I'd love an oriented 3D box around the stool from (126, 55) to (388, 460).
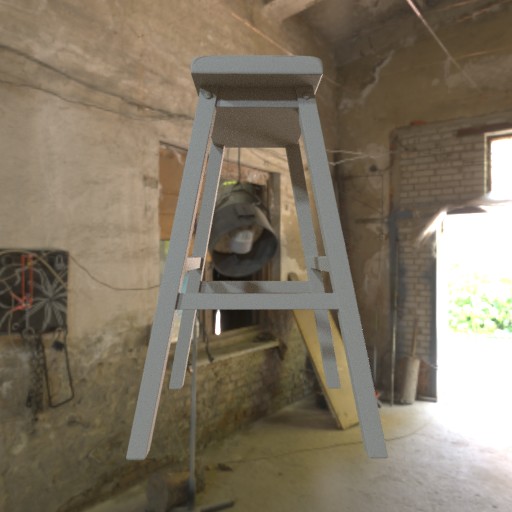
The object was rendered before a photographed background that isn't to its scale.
[{"bbox_3d":[0.000,0.000,1.032,0.476,0.737,0.457,0,0,-1],"label":"stool"}]
